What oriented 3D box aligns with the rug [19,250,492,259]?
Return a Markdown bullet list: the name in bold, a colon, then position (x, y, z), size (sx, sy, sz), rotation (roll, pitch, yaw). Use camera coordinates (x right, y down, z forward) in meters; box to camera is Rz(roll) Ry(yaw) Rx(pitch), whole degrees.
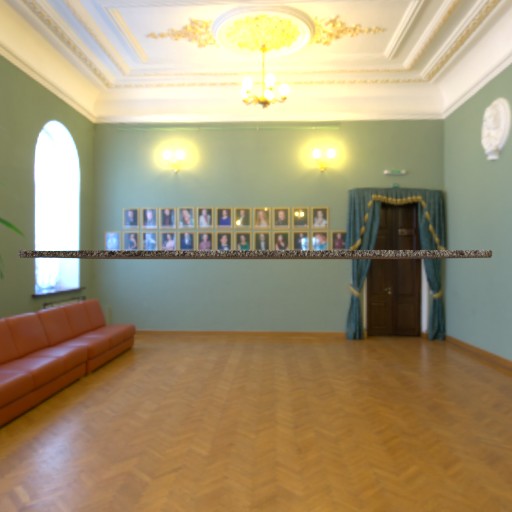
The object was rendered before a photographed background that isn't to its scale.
- **rug**: position (0.000, 0.000, 2.090), size (1.601, 0.025, 1.198), rotation (0, -1, 1)
